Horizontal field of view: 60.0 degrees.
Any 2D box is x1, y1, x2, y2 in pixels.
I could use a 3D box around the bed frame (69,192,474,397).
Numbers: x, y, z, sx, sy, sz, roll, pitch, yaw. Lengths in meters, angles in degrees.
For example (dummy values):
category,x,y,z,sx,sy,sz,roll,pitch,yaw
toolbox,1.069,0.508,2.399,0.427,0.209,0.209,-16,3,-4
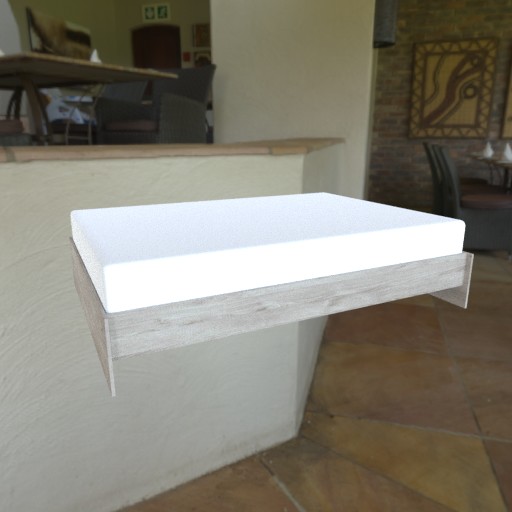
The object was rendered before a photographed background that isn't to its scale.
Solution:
category,x,y,z,sx,sy,sz,roll,pitch,yaw
bed frame,0.000,0.000,2.648,1.945,0.497,1.445,-8,17,-26
